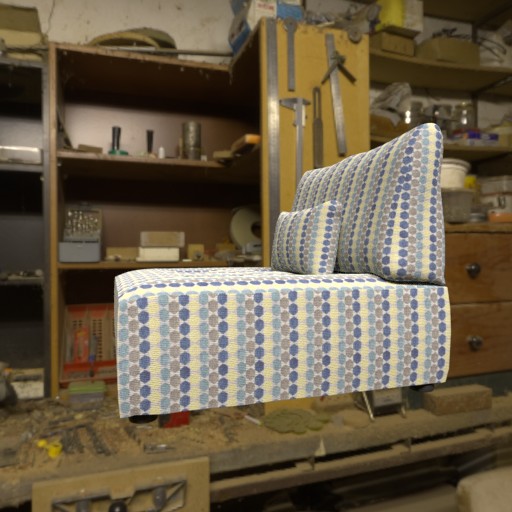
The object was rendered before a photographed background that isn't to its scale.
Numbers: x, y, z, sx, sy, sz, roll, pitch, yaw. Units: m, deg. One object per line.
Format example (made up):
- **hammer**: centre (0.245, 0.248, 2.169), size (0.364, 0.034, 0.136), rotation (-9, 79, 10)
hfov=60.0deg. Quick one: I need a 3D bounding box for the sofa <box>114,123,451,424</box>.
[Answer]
- **sofa**: centre (0.000, 0.000, 1.650), size (1.000, 0.830, 0.930), rotation (0, 1, -18)
